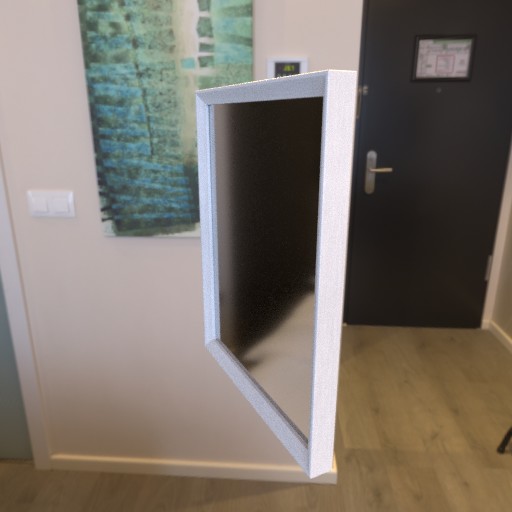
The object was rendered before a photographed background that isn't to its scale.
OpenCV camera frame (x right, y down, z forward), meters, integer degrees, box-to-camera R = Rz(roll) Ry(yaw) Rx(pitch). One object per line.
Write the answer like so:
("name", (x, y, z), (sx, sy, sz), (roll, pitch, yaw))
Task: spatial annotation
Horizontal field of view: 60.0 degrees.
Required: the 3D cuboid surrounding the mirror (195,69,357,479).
("mirror", (0.000, 0.000, 0.701), (0.041, 0.509, 0.406), (-8, 19, -25))
